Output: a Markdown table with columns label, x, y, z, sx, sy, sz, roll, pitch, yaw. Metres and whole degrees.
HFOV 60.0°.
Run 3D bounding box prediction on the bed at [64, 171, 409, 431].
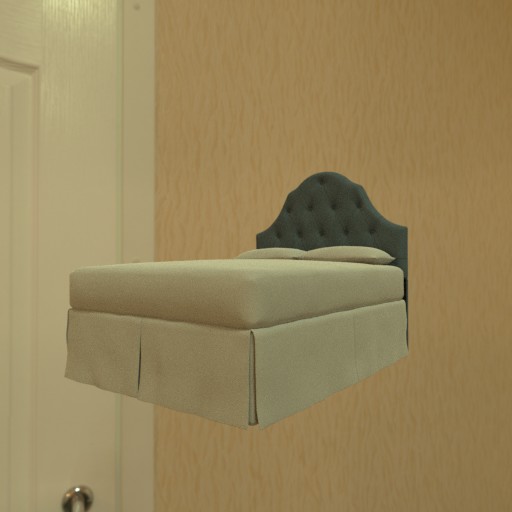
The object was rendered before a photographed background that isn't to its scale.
| label | x | y | z | sx | sy | sz | roll | pitch | yaw |
| --- | --- | --- | --- | --- | --- | --- | --- | --- | --- |
| bed | 0.000 | 0.000 | 3.264 | 1.636 | 1.575 | 2.155 | -1 | -1 | 37 |
